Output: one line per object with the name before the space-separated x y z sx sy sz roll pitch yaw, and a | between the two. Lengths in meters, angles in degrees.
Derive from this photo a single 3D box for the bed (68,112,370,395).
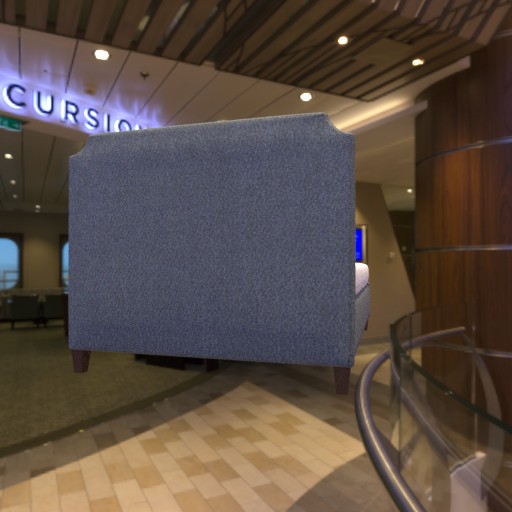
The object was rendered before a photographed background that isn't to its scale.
bed | 0.000 0.000 3.548 1.712 1.443 2.372 0 -1 16
